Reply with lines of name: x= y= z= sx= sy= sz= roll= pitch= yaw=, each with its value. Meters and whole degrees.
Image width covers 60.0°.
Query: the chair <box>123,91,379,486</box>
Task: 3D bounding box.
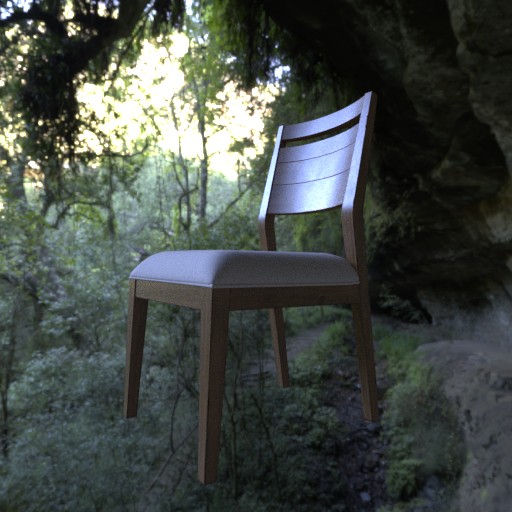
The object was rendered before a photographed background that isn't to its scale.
chair: x=0.000 y=0.000 z=1.282 sx=0.610 sy=0.939 sz=0.497 roll=0 pitch=0 yaw=-36
